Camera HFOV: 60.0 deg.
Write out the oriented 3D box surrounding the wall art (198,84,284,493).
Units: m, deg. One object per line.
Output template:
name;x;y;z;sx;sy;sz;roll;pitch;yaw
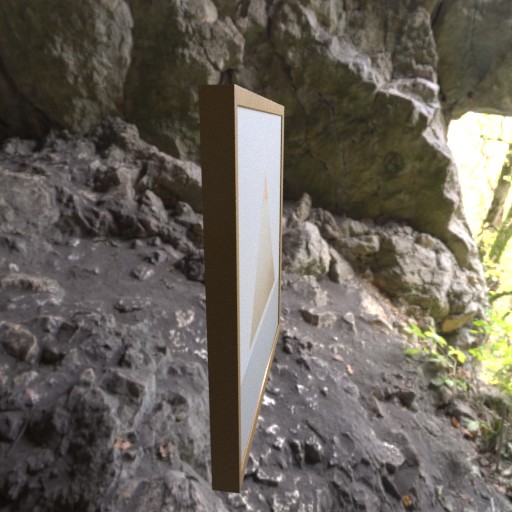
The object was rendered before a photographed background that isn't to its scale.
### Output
wall art;0.000;0.000;0.765;0.038;0.511;0.513;3;16;9
